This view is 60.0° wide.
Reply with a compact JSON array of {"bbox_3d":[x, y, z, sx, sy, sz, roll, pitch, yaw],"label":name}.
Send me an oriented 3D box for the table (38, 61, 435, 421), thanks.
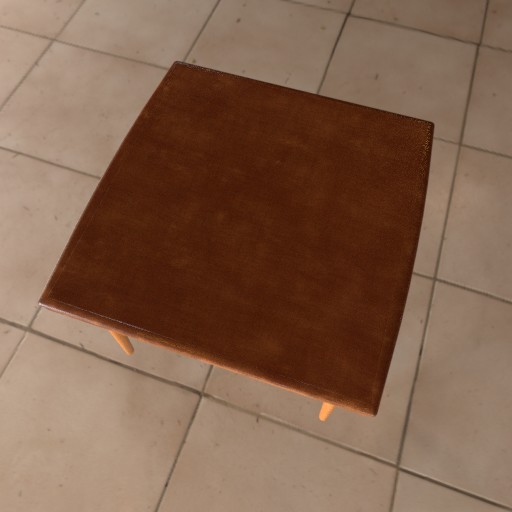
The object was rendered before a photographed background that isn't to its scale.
[{"bbox_3d":[0.000,0.000,1.690,0.991,0.754,0.991,16,66,8],"label":"table"}]
